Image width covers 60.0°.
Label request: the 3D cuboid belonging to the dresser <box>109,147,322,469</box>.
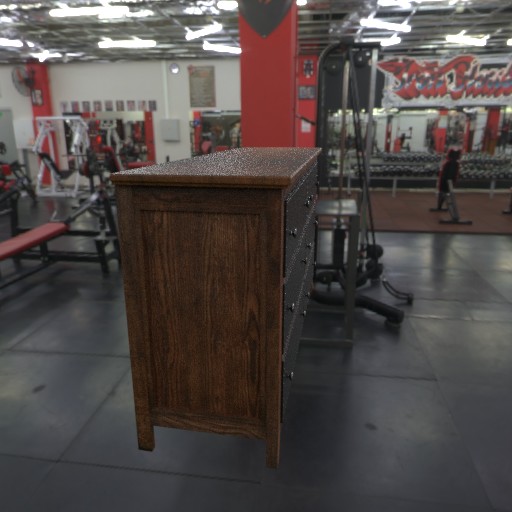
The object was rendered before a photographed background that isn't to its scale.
[{"bbox_3d":[0.000,0.000,1.930,0.463,0.856,1.551,3,17,10],"label":"dresser"}]
